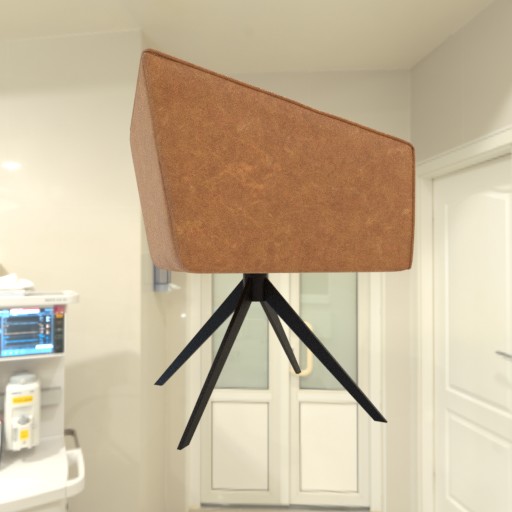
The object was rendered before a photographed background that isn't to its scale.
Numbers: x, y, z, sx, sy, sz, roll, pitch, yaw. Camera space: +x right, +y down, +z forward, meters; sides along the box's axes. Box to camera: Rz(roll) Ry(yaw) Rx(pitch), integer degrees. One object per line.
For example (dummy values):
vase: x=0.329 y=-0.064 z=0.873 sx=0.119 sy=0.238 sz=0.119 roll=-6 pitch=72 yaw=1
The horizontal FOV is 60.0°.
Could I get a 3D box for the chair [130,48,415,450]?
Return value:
chair: x=0.000 y=0.000 z=1.171 sx=0.625 sy=0.760 sz=0.588 roll=0 pitch=-1 yaw=-18
